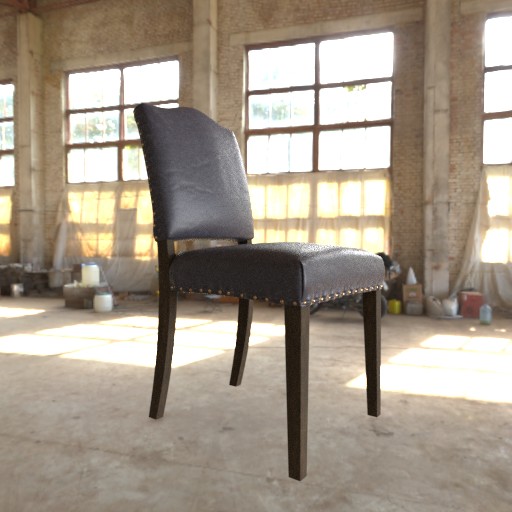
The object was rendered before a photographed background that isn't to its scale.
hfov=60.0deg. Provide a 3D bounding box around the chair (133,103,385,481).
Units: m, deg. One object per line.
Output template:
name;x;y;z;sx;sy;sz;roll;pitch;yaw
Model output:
chair;0.000;0.000;1.356;0.633;0.991;0.500;1;2;37
